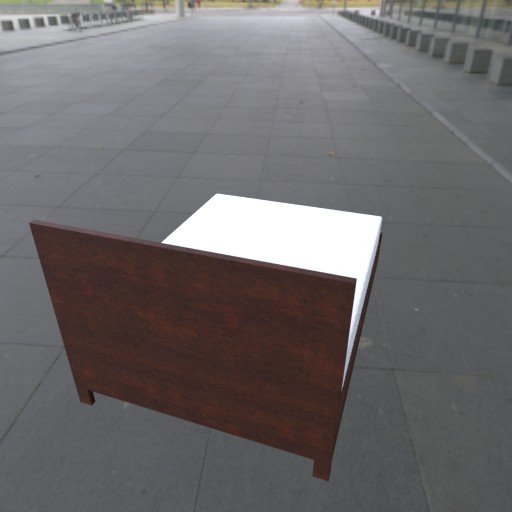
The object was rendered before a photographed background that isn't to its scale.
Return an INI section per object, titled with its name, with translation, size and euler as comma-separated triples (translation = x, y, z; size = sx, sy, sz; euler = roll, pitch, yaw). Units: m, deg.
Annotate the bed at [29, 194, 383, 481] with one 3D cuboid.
[bed]
translation = 0.000, 0.000, 3.163
size = 1.600, 1.270, 2.184
euler = 10, 32, 17
